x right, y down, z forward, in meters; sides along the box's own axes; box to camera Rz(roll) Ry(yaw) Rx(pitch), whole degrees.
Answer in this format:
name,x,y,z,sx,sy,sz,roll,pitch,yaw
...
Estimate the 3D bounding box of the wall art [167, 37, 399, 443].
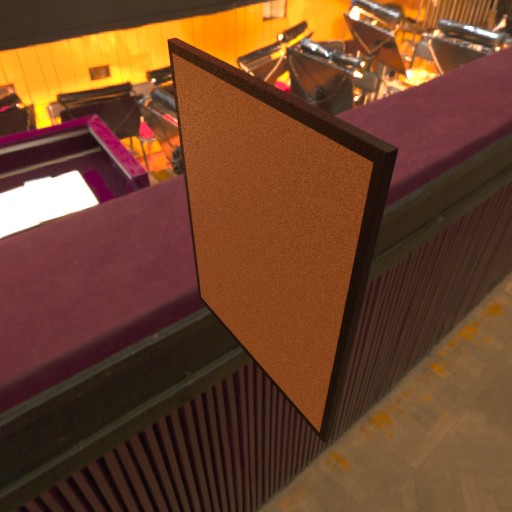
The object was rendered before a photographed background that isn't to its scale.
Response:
name,x,y,z,sx,sy,sz,roll,pitch,yaw
wall art,0.000,0.000,1.312,0.030,1.027,0.774,-26,48,-26
